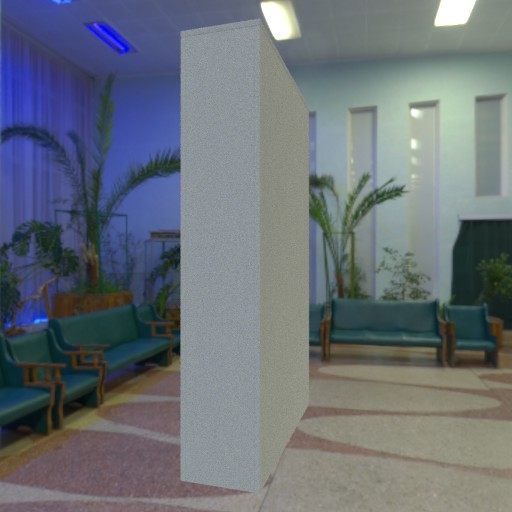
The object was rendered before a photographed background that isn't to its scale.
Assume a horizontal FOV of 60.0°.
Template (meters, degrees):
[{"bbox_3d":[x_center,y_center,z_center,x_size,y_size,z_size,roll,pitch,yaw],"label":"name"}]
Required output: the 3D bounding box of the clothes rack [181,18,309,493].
[{"bbox_3d":[0.000,0.000,1.589,0.250,1.280,0.750,0,0,17],"label":"clothes rack"}]
